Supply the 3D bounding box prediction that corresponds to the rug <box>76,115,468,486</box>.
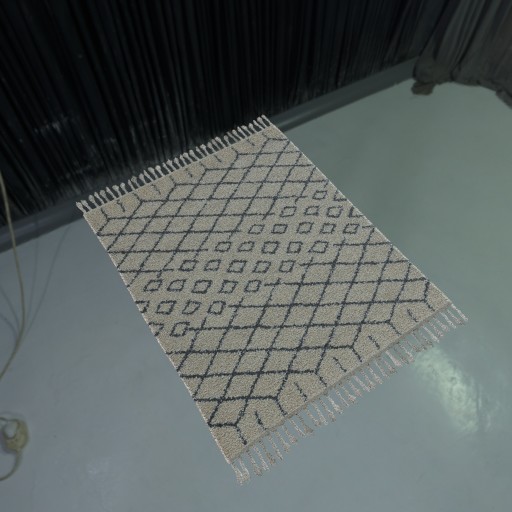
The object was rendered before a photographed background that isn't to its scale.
[{"bbox_3d":[0.000,0.000,4.259,2.388,0.030,3.213,-30,63,-17],"label":"rug"}]
